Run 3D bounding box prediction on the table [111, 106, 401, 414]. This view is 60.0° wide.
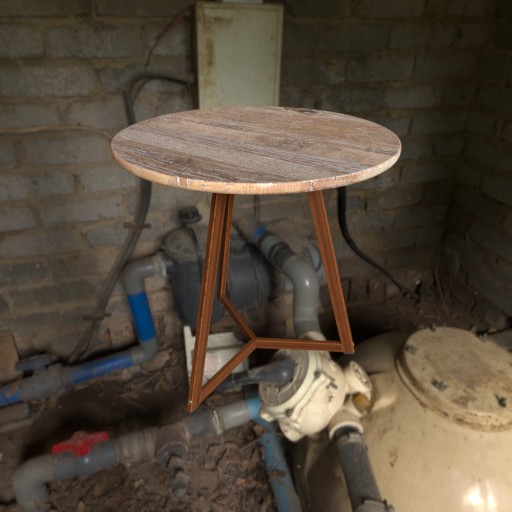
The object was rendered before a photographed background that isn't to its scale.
[{"bbox_3d":[0.000,0.000,0.915,0.500,0.500,0.500,0,30,0],"label":"table"}]
